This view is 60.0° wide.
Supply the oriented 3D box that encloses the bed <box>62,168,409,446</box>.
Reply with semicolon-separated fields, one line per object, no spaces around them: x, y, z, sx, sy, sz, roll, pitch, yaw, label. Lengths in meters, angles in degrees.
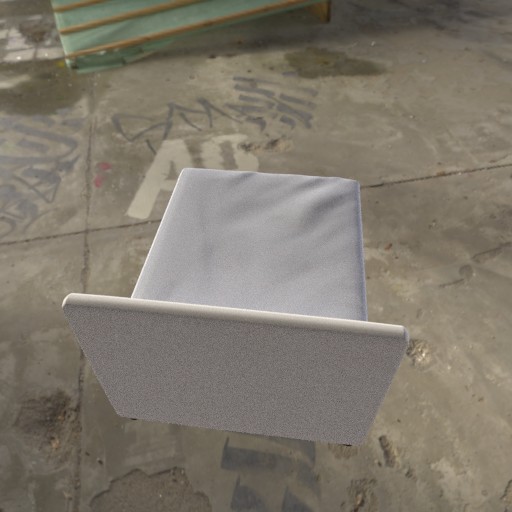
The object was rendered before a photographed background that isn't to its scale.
0.000;0.000;3.231;1.713;1.330;2.142;5;47;5;bed
